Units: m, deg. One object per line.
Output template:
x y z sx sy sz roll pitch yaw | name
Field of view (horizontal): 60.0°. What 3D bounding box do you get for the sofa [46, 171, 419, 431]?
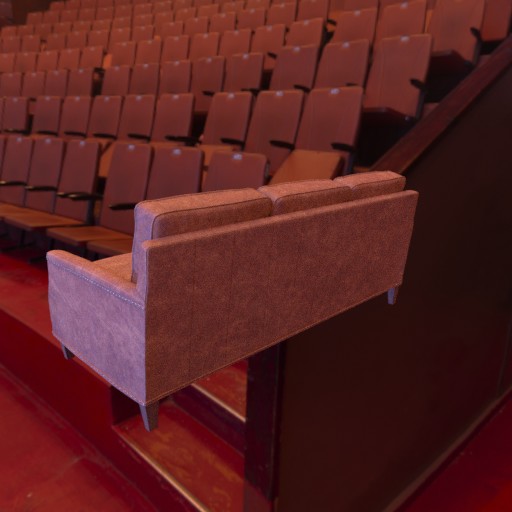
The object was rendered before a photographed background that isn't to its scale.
0.000 0.000 2.824 2.246 1.003 1.084 -15 22 -42 | sofa
